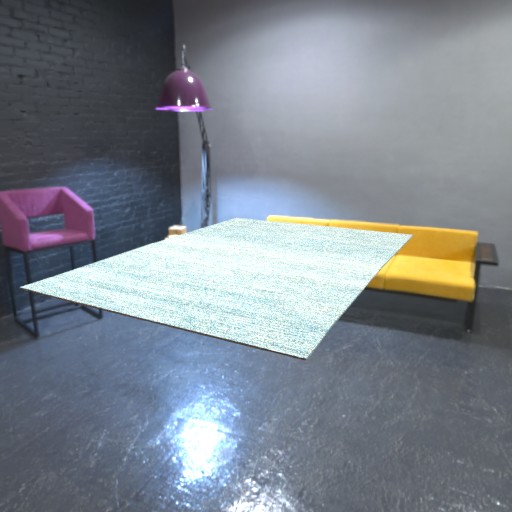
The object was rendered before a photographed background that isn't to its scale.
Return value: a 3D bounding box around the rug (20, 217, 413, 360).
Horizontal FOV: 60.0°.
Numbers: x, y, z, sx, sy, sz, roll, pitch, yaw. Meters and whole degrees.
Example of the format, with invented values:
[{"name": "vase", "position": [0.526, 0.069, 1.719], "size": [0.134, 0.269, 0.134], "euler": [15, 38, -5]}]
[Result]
[{"name": "rug", "position": [0.000, 0.000, 2.903], "size": [1.611, 0.026, 2.260], "euler": [8, 18, 27]}]
